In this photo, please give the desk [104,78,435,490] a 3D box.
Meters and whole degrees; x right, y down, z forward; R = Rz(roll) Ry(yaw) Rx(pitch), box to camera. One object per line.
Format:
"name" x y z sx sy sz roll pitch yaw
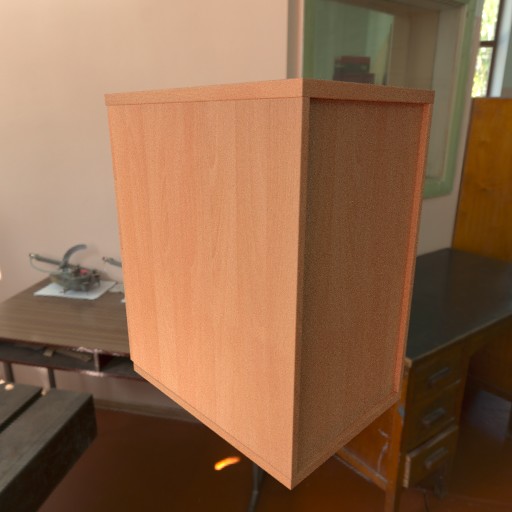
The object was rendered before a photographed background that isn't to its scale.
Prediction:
"desk" 0.000 0.000 1.053 0.404 0.730 0.600 -16 23 -42
